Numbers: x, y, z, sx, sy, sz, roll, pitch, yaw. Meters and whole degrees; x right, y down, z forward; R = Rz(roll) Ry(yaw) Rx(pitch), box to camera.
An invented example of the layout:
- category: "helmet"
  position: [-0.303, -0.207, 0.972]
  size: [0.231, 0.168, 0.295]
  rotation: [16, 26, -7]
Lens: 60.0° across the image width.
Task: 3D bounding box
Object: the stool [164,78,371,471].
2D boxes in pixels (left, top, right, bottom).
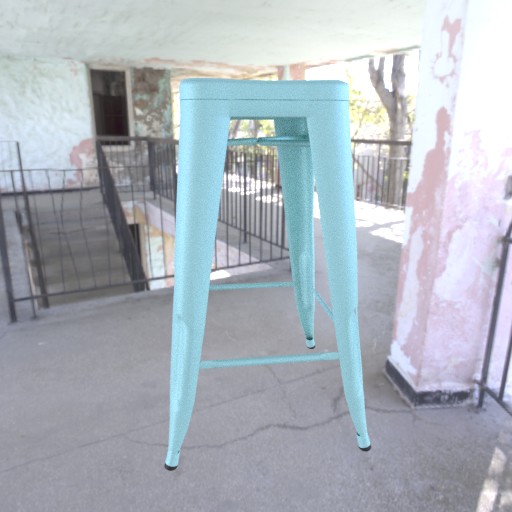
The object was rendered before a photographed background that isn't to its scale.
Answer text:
- category: "stool"
  position: [0.000, 0.000, 0.850]
  size: [0.359, 0.609, 0.399]
  rotation: [-2, 17, -8]
